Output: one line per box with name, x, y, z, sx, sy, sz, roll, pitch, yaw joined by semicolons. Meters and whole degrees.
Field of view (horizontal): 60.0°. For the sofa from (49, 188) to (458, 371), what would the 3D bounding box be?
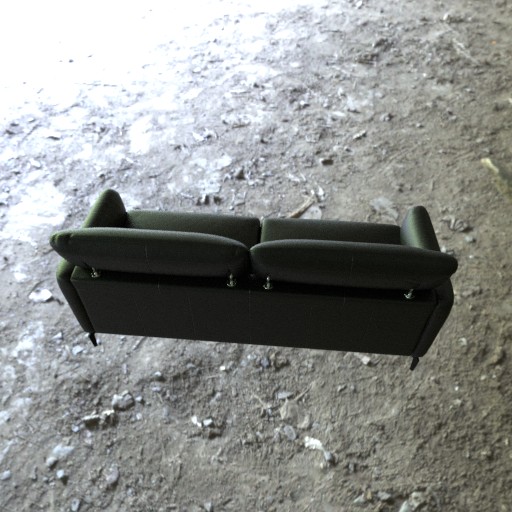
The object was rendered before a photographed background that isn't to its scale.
sofa;0.000;0.000;2.577;2.069;0.957;0.856;4;48;3
